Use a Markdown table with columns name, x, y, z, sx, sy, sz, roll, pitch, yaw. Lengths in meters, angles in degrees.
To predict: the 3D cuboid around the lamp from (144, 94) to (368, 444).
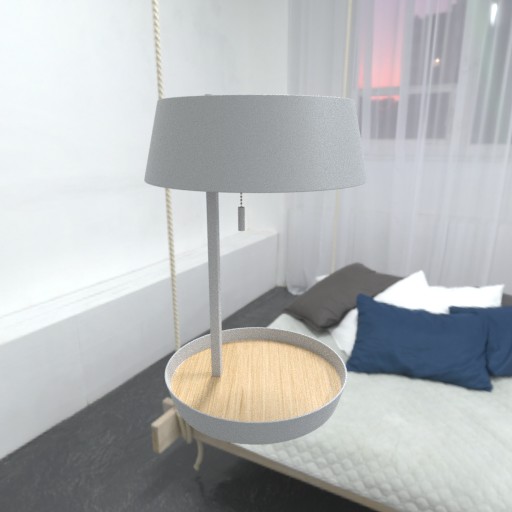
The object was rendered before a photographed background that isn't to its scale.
| name | x | y | z | sx | sy | sz | roll | pitch | yaw |
| --- | --- | --- | --- | --- | --- | --- | --- | --- | --- |
| lamp | 0.000 | 0.000 | 0.623 | 0.291 | 0.429 | 0.291 | 0 | 16 | 0 |
